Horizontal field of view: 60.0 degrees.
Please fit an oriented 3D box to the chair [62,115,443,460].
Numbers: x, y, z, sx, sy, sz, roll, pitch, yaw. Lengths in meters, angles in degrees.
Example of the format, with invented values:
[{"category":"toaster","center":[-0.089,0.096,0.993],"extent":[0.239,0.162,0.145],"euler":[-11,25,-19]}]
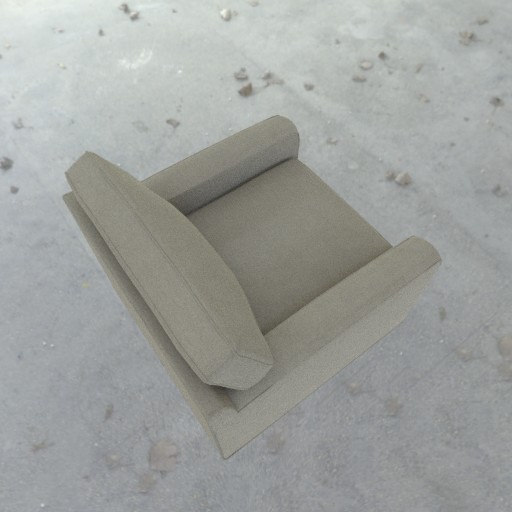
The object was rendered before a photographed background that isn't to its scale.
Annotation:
[{"category":"chair","center":[0.000,0.000,1.796],"extent":[1.044,0.934,0.999],"euler":[-32,63,-18]}]
